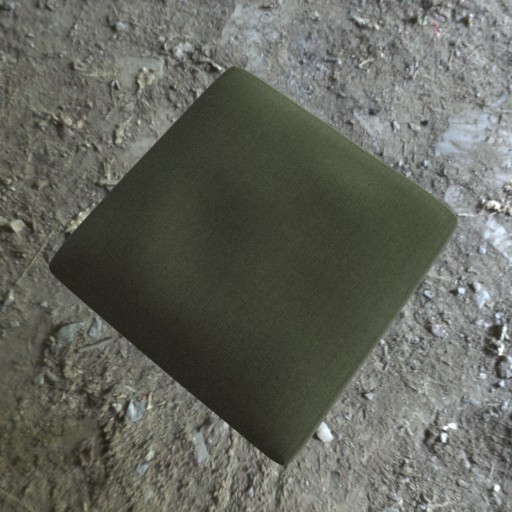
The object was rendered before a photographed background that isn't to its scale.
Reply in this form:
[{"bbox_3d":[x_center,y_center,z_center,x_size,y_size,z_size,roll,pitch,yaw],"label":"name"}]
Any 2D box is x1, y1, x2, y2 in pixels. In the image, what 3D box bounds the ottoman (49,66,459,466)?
[{"bbox_3d":[0.000,0.000,1.367,0.843,0.436,0.840,37,78,9],"label":"ottoman"}]
